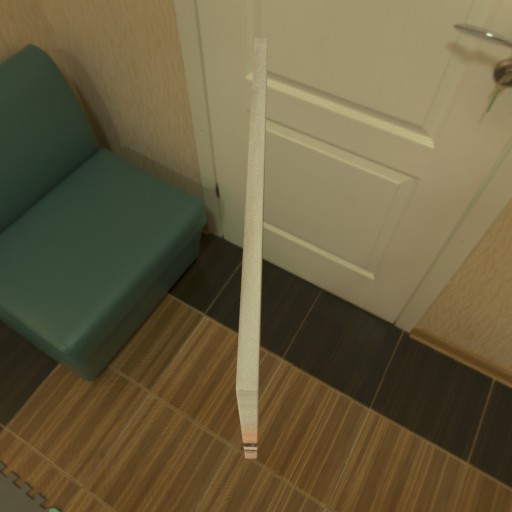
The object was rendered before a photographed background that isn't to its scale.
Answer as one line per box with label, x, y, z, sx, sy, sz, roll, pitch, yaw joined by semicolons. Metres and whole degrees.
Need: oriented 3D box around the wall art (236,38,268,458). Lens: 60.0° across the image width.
wall art;0.000;0.000;1.333;0.038;0.763;1.015;1;58;1
